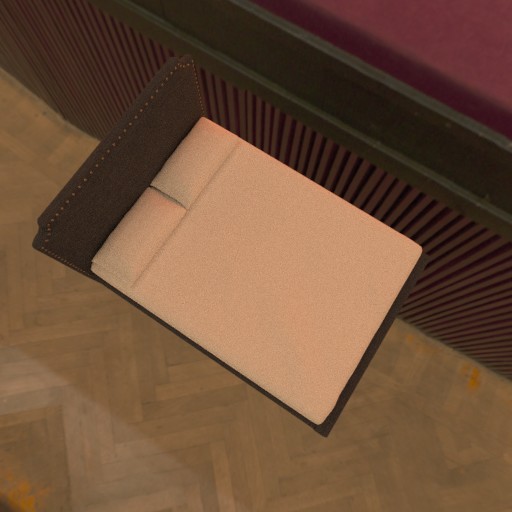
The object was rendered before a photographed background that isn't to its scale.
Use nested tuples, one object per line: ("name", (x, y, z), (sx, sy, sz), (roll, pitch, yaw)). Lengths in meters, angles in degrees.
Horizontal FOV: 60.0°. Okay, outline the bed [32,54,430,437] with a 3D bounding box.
("bed", (0.000, 0.000, 3.406), (2.372, 1.443, 1.713), (32, 78, 8))
